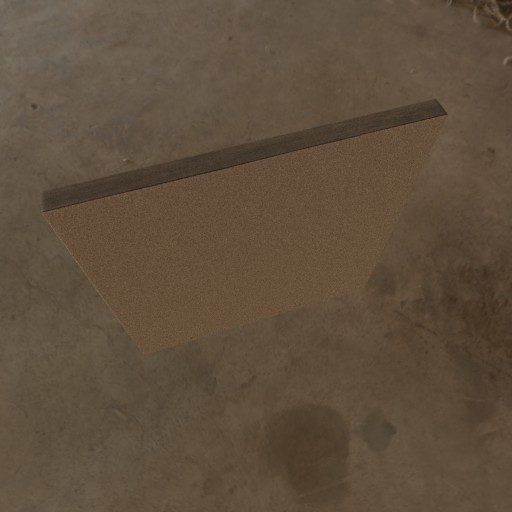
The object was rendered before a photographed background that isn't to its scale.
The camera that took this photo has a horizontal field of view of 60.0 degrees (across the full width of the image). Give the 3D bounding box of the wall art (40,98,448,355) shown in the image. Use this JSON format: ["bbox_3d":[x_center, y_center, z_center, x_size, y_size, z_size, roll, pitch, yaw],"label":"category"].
[{"bbox_3d":[0.000,0.000,1.116,0.749,0.751,0.050,-16,61,-9],"label":"wall art"}]
